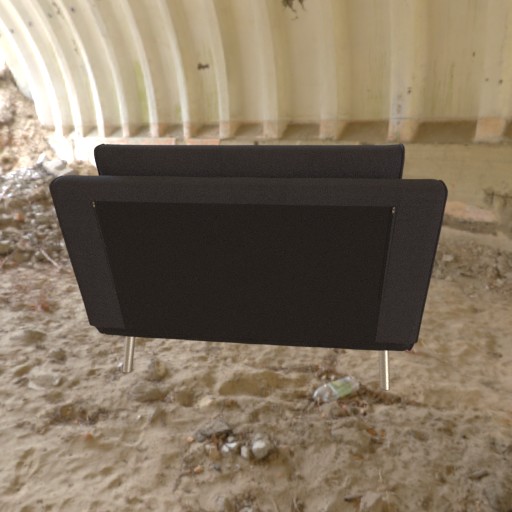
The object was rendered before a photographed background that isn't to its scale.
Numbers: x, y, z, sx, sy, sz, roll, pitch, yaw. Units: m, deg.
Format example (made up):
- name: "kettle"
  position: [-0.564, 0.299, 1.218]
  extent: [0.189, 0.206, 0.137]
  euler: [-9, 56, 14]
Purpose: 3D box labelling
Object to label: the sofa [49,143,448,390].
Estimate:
- name: "sofa"
  position: [0.000, 0.000, 1.829]
  extent: [1.220, 0.910, 0.910]
  euler: [2, 15, 7]
